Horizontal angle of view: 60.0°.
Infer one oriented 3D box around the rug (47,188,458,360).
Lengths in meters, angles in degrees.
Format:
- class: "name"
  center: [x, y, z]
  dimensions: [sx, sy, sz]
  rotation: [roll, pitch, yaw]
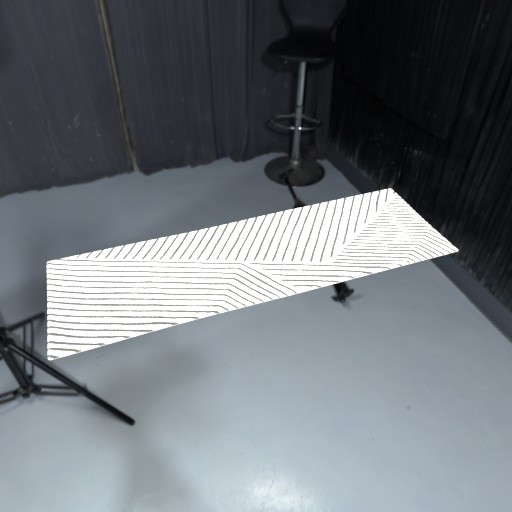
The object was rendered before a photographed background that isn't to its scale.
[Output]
- class: "rug"
  center: [0.000, 0.000, 2.747]
  dimensions: [2.439, 0.020, 0.773]
  rotation: [-13, 43, -15]
